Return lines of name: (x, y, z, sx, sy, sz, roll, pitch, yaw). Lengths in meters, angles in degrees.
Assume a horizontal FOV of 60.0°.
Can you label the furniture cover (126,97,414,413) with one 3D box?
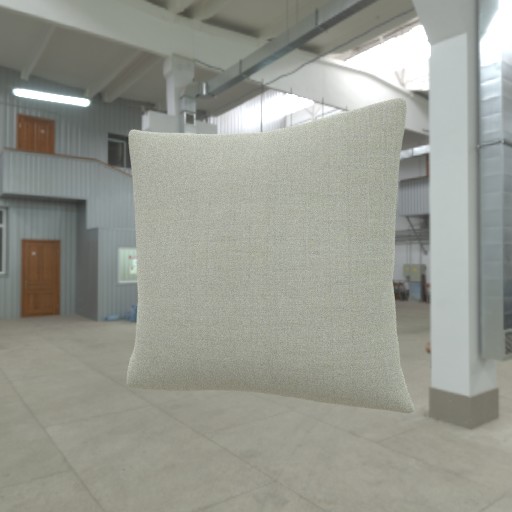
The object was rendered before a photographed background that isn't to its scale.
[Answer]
furniture cover: (0.000, 0.000, 0.650, 0.435, 0.420, 0.145, 0, -1, 18)
